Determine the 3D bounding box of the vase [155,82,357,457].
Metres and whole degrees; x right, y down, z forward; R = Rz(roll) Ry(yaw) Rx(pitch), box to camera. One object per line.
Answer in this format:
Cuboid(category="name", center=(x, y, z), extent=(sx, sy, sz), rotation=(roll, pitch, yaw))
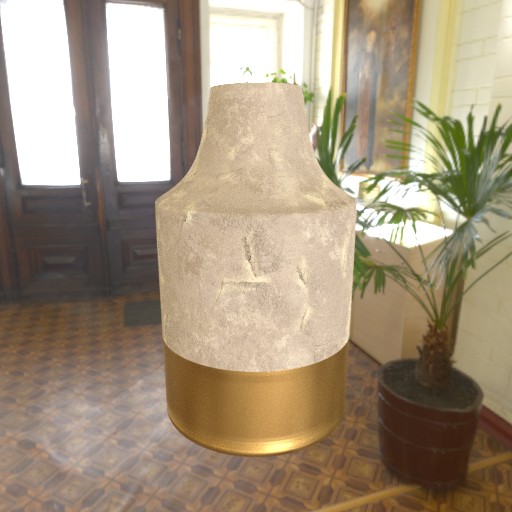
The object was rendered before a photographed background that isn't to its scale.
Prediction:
Cuboid(category="vase", center=(0.000, 0.000, 0.426), extent=(0.184, 0.305, 0.184), rotation=(0, 15, 0))
